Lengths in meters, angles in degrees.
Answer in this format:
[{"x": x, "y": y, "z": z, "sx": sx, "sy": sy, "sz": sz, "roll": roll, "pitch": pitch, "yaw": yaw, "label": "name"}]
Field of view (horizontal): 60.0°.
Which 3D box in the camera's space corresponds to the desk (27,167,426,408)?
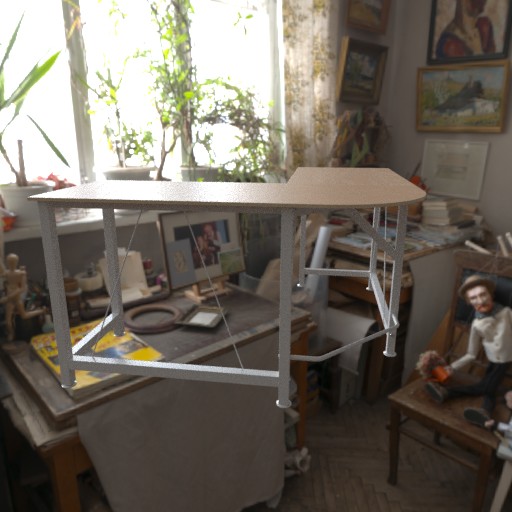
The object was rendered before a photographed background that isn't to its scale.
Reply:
[{"x": 0.000, "y": 0.000, "z": 2.209, "sx": 1.400, "sy": 0.762, "sz": 1.400, "roll": 2, "pitch": 16, "yaw": 8, "label": "desk"}]
